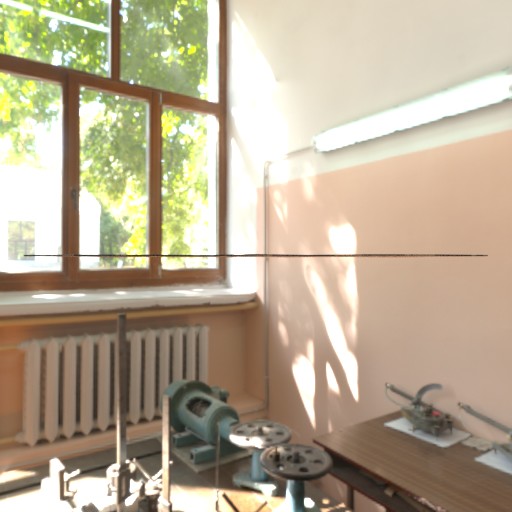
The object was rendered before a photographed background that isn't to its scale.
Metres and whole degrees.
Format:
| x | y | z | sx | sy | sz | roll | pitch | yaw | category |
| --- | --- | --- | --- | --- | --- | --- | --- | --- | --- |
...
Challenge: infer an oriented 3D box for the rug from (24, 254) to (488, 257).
| x | y | z | sx | sy | sz | roll | pitch | yaw | category |
| --- | --- | --- | --- | --- | --- | --- | --- | --- | --- |
| 0.000 | 0.000 | 2.227 | 1.755 | 0.010 | 1.153 | 0 | 0 | 0 | rug |
